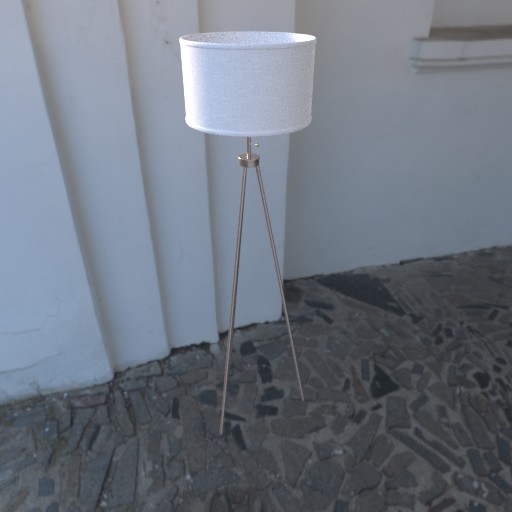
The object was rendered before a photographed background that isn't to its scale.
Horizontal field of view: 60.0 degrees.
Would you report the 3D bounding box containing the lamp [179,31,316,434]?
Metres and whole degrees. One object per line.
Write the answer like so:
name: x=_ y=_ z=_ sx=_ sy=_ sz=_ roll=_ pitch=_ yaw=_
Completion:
lamp: x=0.000 y=0.000 z=1.737 sx=0.458 sy=1.545 sz=0.448 roll=-1 pitch=31 yaw=-2
